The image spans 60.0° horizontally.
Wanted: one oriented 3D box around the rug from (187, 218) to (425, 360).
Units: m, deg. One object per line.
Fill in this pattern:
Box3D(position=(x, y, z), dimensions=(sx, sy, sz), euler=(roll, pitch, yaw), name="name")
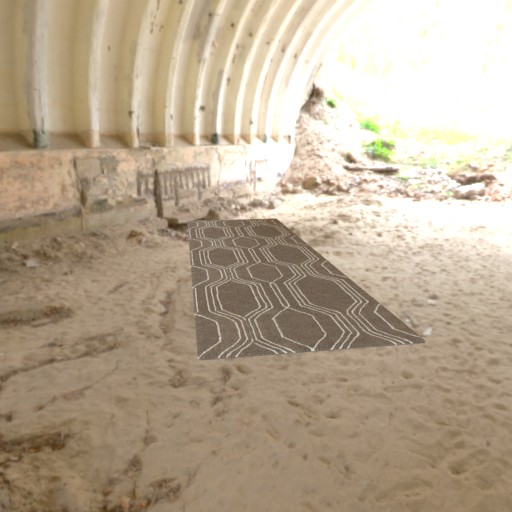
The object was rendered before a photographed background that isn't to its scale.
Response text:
Box3D(position=(0.000, 0.000, 2.627), dimensions=(0.773, 0.012, 2.464), euler=(-2, 15, -9), name="rug")
